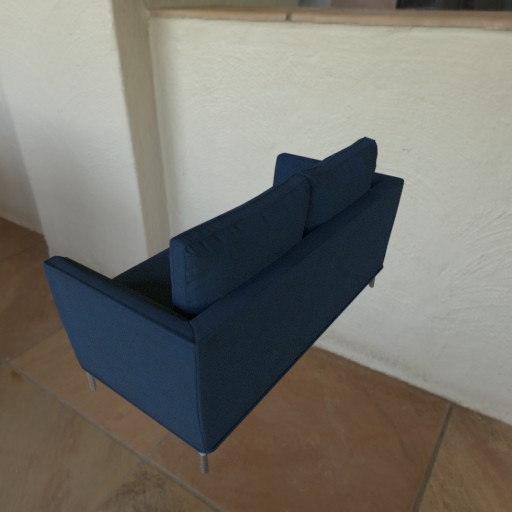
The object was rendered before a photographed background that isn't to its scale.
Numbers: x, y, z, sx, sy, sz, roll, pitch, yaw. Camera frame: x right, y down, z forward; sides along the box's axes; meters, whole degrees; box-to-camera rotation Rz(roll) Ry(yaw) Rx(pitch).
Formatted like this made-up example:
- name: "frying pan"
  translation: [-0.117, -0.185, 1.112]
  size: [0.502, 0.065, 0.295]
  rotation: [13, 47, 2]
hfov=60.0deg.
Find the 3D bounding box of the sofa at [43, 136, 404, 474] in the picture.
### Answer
- name: "sofa"
  translation: [0.000, 0.000, 2.290]
  size: [0.853, 1.002, 1.770]
  rotation: [21, 36, 31]
